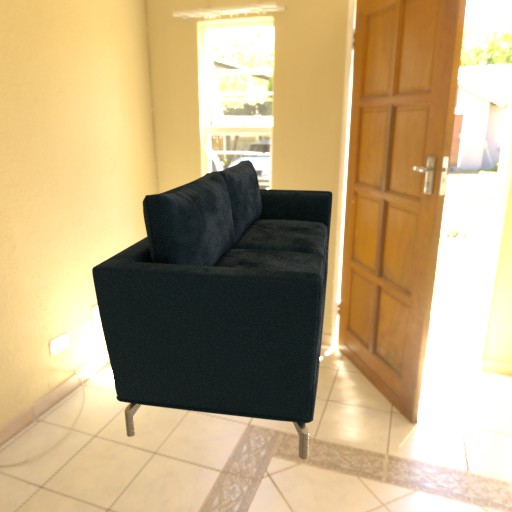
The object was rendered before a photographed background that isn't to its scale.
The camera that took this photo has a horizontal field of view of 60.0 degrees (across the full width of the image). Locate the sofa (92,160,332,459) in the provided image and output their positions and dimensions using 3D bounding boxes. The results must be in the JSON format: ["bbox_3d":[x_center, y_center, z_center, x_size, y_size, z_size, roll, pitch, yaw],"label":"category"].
[{"bbox_3d":[0.000,0.000,2.671,0.853,0.998,2.212,3,17,10],"label":"sofa"}]
